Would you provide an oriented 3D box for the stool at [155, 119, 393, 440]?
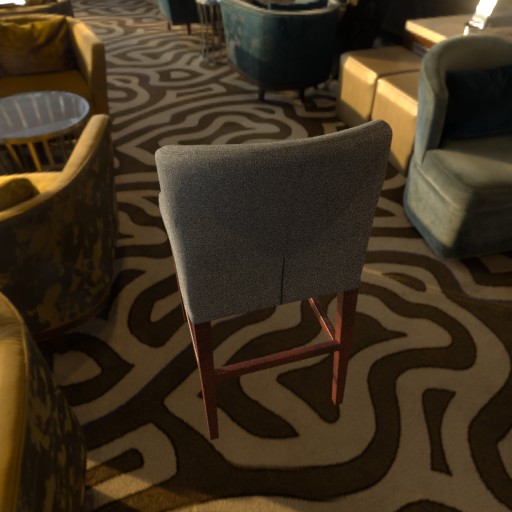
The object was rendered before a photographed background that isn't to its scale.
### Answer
[{"bbox_3d":[0.000,0.000,1.268,0.479,0.968,0.568,-11,43,-12],"label":"stool"}]
